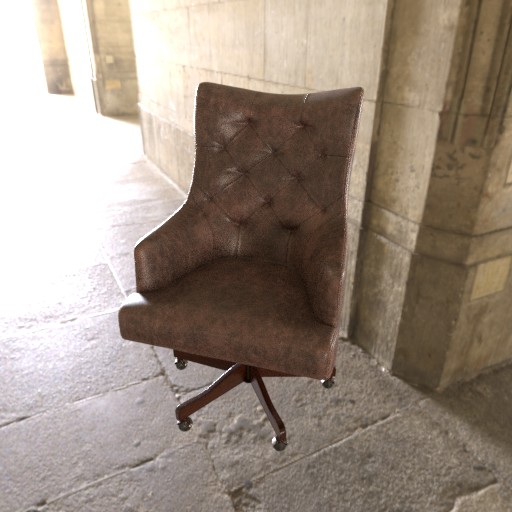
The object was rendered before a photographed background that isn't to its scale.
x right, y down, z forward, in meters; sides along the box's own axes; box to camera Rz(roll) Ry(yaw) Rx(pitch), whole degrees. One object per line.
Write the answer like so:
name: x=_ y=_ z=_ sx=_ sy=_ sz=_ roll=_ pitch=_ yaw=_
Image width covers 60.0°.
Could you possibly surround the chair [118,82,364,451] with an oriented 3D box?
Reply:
chair: x=0.000 y=0.000 z=1.493 sx=0.641 sy=1.035 sz=0.762 roll=8 pitch=28 yaw=15
